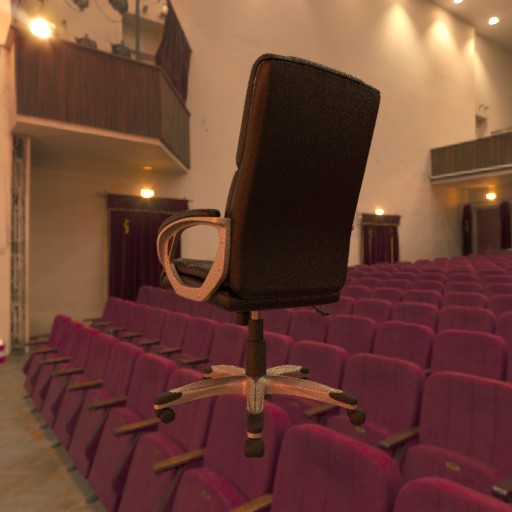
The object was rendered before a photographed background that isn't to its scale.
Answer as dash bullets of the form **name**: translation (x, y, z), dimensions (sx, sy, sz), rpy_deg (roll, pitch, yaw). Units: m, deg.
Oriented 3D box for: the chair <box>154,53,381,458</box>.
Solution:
- **chair**: translation (0.000, 0.000, 1.627), dimensions (0.700, 1.145, 0.780), rpy_deg (0, 0, -36)
